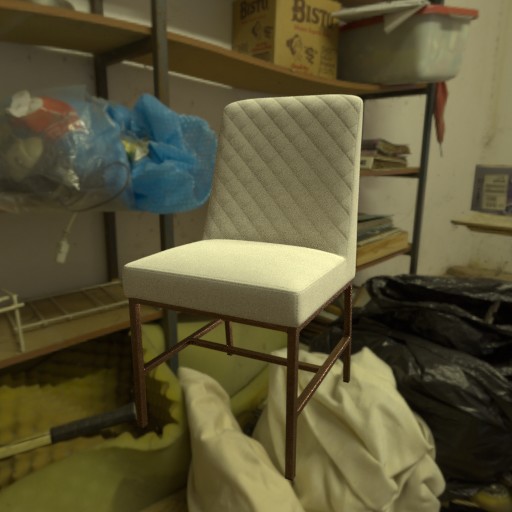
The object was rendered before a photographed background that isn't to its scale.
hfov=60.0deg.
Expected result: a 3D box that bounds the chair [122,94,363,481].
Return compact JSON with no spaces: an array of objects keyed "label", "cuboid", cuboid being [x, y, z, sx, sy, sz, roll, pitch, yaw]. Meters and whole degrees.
[{"label":"chair","cuboid":[0.000,0.000,1.296,0.503,0.933,0.597,7,15,26]}]
